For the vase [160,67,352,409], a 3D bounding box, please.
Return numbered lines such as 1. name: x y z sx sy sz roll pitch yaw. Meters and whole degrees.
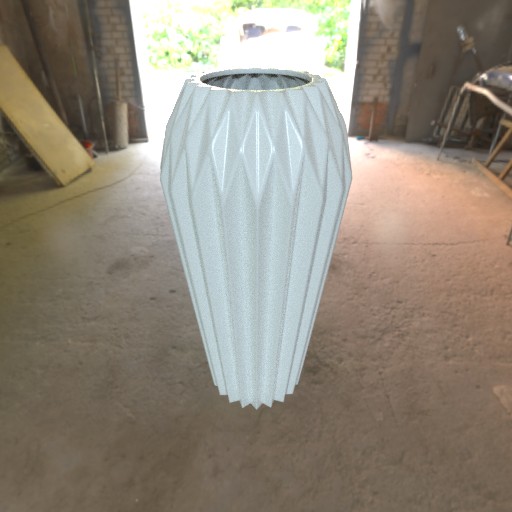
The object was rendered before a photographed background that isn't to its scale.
1. vase: 0.000 0.000 0.348 0.133 0.263 0.133 0 32 0
